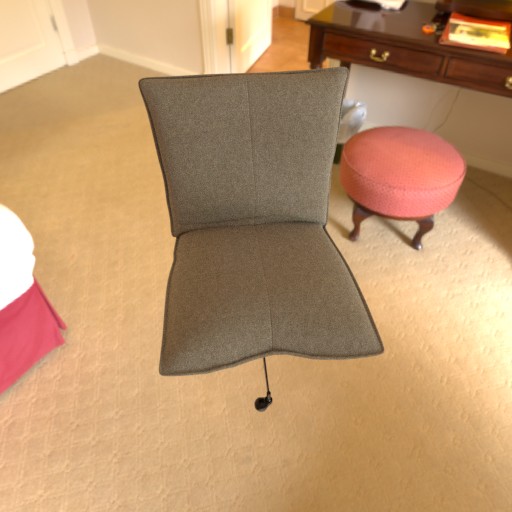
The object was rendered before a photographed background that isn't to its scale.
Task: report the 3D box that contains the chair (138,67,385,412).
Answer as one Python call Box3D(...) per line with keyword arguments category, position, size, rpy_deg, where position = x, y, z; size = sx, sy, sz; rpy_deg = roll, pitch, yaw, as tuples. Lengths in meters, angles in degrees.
Box3D(category="chair", position=(0.000, 0.000, 1.295), size=(0.597, 0.811, 0.696), rpy_deg=(-4, 45, -4))
